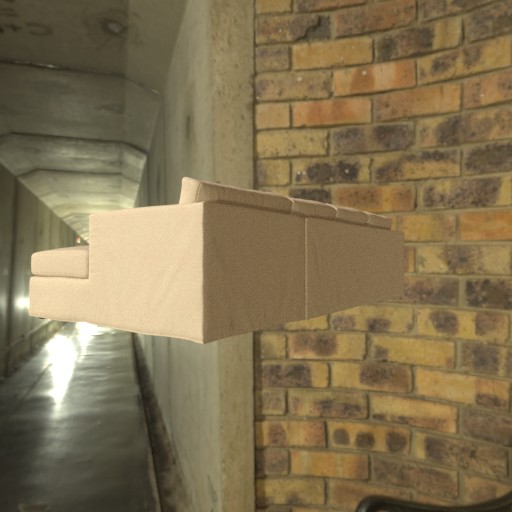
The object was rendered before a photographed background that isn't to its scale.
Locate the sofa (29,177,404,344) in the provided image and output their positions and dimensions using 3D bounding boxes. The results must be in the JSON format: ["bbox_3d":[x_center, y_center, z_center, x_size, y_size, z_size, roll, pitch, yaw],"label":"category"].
[{"bbox_3d":[0.000,0.000,3.866,1.622,0.871,3.206,0,0,35],"label":"sofa"}]
